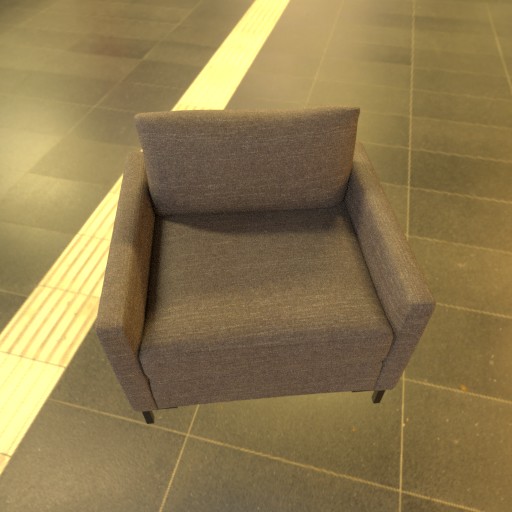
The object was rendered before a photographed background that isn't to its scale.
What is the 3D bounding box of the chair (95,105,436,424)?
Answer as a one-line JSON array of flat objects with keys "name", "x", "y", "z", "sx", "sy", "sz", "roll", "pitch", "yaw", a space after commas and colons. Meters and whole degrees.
[{"name": "chair", "x": 0.000, "y": 0.000, "z": 1.572, "sx": 0.940, "sy": 0.841, "sz": 0.845, "roll": -4, "pitch": 47, "yaw": -4}]
